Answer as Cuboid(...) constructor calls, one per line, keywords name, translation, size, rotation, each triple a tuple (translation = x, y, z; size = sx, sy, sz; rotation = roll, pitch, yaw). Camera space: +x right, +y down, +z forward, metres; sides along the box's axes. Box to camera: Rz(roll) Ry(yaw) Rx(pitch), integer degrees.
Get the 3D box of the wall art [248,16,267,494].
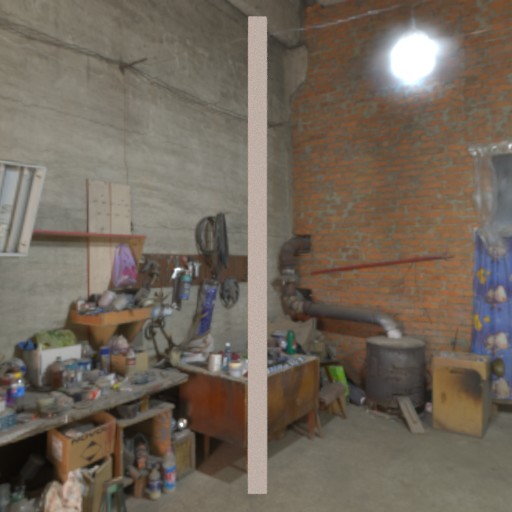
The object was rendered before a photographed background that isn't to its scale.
Cuboid(name="wall art", translation=(0.000, 0.000, 1.153), size=(0.037, 0.916, 0.610), rotation=(0, -2, -1))
